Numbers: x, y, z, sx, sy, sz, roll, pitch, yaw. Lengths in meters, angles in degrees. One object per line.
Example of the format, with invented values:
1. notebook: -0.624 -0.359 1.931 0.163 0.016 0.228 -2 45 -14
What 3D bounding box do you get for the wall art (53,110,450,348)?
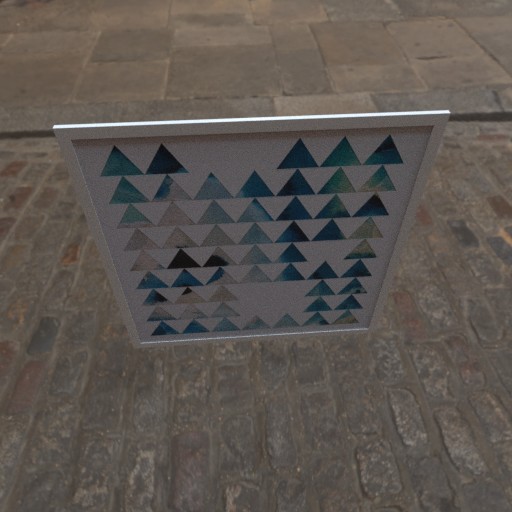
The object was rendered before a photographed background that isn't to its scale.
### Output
1. wall art: 0.000 0.000 0.674 0.456 0.456 0.007 -3 46 -3
